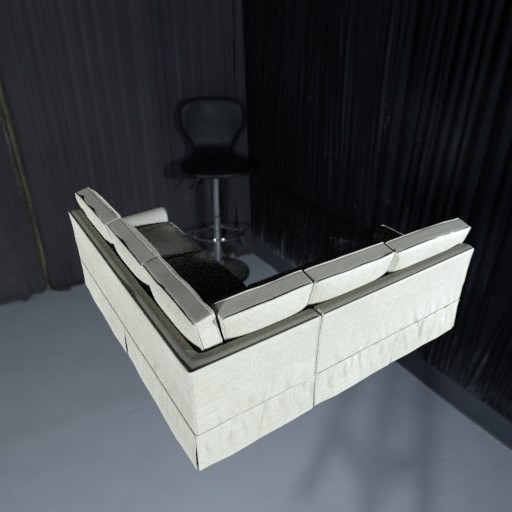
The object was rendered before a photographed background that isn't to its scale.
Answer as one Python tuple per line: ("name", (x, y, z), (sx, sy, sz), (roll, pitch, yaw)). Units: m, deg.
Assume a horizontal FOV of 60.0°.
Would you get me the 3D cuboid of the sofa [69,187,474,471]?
("sofa", (0.000, 0.000, 4.077), (2.618, 1.081, 2.623), (-18, 34, -29))
